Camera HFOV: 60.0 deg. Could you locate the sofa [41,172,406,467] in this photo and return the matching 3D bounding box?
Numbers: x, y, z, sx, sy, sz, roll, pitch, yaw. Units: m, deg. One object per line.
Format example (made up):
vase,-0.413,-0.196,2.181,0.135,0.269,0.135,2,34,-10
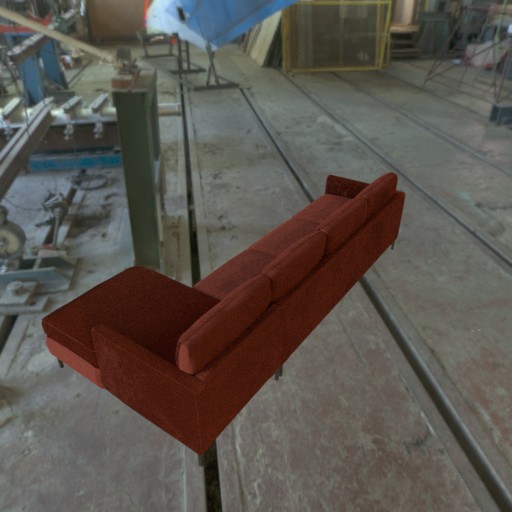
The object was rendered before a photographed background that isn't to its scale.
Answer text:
sofa,0.000,0.000,3.504,1.350,0.810,2.932,21,37,30
